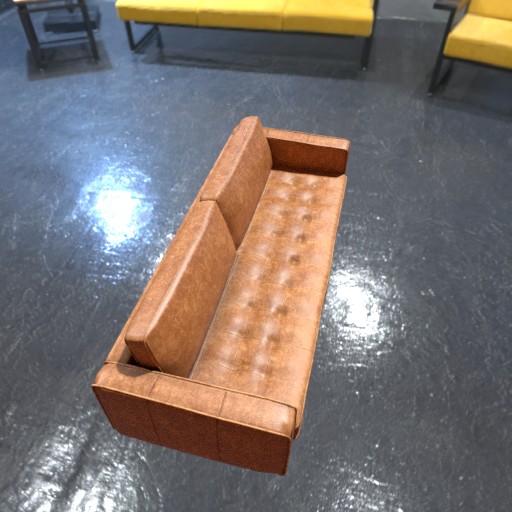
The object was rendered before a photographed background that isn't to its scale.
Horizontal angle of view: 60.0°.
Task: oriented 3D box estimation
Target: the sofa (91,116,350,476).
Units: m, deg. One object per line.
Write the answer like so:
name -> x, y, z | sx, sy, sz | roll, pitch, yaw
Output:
sofa -> 0.000, 0.000, 2.617 | 0.886, 0.779, 2.199 | 10, 47, 10
